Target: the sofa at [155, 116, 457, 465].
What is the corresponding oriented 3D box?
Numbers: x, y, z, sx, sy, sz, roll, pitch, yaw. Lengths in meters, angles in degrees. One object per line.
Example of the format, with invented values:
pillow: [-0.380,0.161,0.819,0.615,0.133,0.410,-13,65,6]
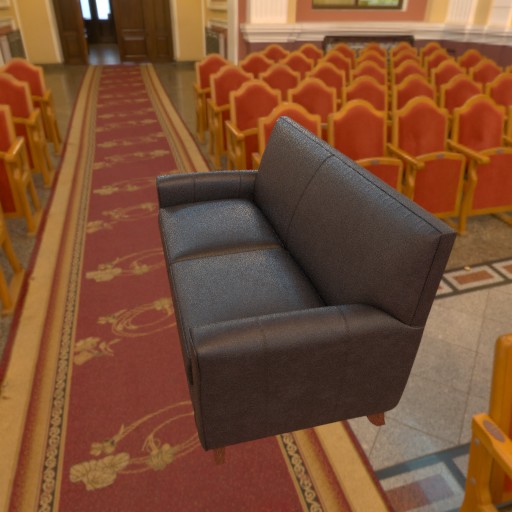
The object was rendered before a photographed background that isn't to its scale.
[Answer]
sofa: [0.000,0.000,1.980,0.787,0.871,1.473,-8,31,-13]
